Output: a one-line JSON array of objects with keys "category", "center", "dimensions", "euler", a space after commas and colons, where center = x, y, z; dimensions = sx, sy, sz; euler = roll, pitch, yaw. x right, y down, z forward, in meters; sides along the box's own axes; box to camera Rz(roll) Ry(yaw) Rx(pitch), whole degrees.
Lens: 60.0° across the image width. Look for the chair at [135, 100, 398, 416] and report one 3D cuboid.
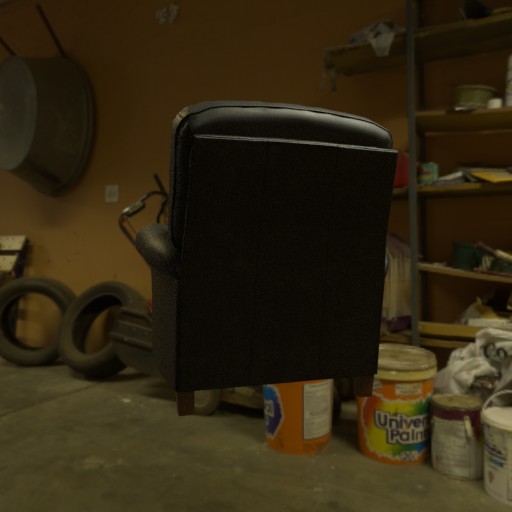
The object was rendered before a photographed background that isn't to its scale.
[{"category": "chair", "center": [0.000, 0.000, 1.802], "dimensions": [0.936, 1.018, 0.986], "euler": [0, 0, -17]}]
